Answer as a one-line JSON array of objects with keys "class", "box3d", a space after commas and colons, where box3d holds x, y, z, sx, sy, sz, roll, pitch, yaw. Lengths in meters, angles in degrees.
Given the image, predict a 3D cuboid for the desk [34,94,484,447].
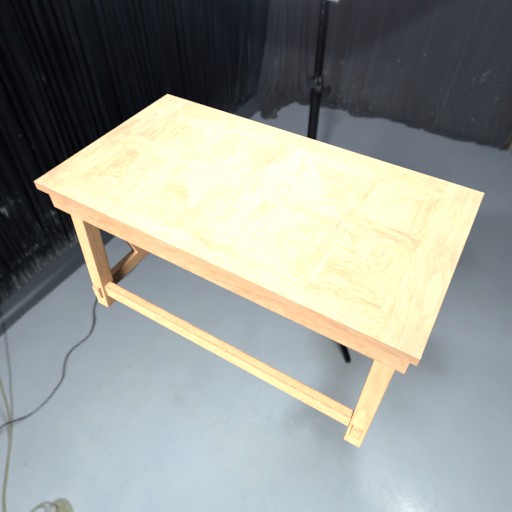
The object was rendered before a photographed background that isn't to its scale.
[{"class": "desk", "box3d": [0.000, 0.000, 1.953, 1.499, 0.762, 0.813, 24, 51, 21]}]
